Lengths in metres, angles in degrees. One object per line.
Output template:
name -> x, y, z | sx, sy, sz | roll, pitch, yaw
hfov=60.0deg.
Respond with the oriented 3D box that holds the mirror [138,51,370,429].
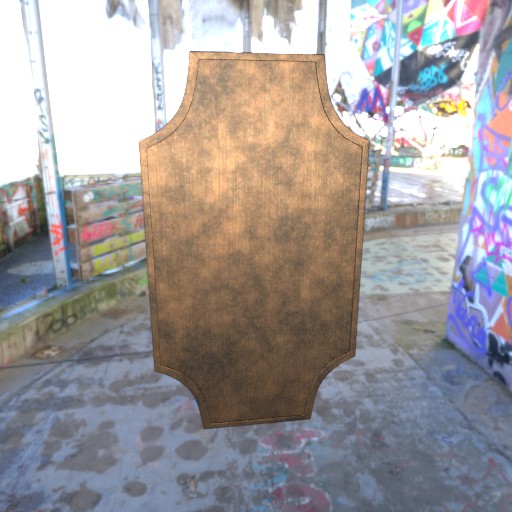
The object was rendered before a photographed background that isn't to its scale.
mirror -> 0.000, 0.000, 0.972 | 0.462, 0.811, 0.066 | -2, 16, -8
